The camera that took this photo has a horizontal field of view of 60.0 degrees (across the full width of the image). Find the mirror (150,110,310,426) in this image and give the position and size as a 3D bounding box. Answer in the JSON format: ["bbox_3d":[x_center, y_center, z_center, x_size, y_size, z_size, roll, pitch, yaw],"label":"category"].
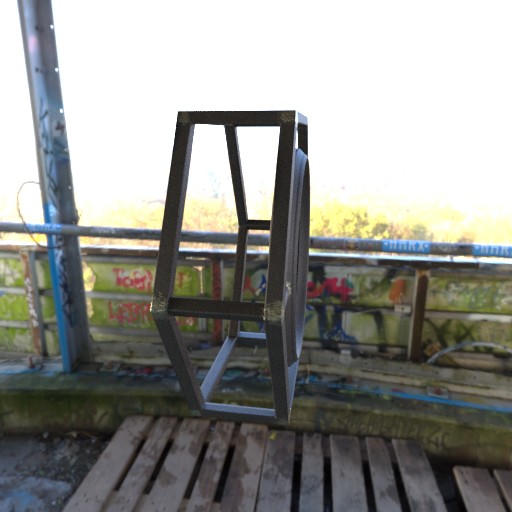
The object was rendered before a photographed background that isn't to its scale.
[{"bbox_3d":[0.000,0.000,0.548,0.119,0.334,0.380,3,16,9],"label":"mirror"}]
